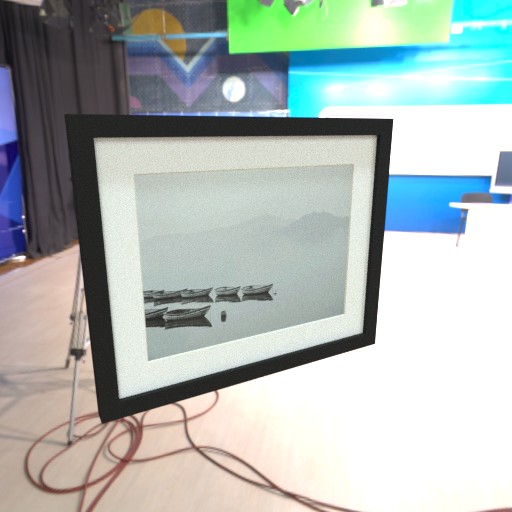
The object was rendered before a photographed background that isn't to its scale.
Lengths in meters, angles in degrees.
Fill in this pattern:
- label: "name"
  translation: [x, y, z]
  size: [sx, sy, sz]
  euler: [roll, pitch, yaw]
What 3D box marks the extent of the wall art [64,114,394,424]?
- label: "wall art"
  translation: [0.000, 0.000, 0.757]
  size: [0.554, 0.454, 0.030]
  euler: [-8, 18, -27]
